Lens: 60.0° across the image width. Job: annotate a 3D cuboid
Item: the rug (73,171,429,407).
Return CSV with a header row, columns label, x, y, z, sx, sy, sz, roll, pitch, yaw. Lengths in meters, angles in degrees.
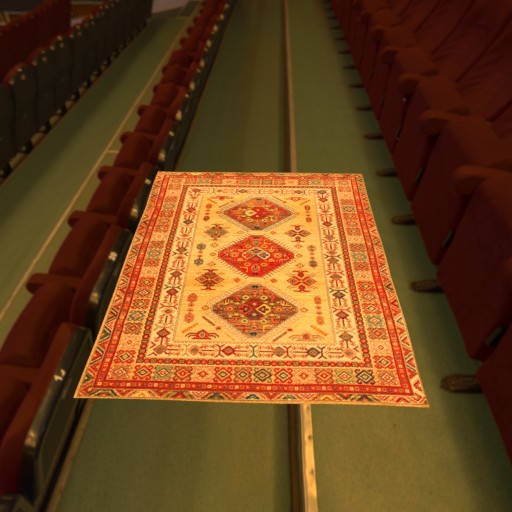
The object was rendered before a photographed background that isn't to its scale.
label,x,y,z,sx,sy,sz,roll,pitch,yaw
rug,0.000,0.000,4.196,2.460,0.005,3.067,1,41,1
